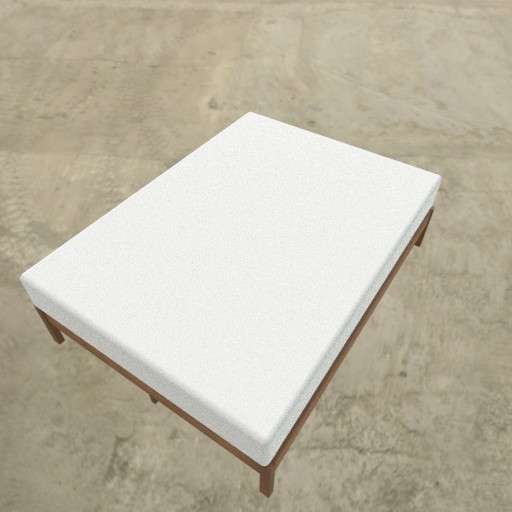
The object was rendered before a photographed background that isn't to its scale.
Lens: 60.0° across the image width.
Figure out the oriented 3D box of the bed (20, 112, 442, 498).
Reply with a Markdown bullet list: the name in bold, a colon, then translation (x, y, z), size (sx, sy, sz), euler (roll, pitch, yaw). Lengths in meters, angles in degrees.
- **bed**: translation (0.000, 0.000, 2.722), size (1.529, 0.593, 2.050), euler (26, 51, 23)
